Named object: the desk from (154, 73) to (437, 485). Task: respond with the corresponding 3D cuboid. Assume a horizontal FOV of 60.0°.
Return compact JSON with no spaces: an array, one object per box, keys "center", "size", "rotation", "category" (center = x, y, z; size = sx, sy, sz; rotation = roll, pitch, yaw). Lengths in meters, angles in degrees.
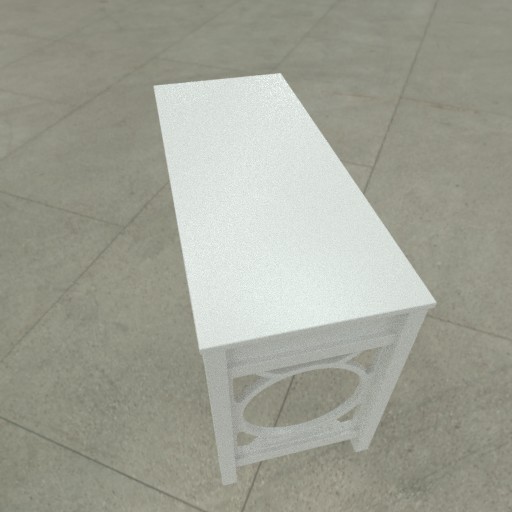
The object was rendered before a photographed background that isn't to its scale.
[{"center":[0.000,0.000,1.553],"size":[0.504,0.762,1.191],"rotation":[-10,45,-10],"category":"desk"}]
